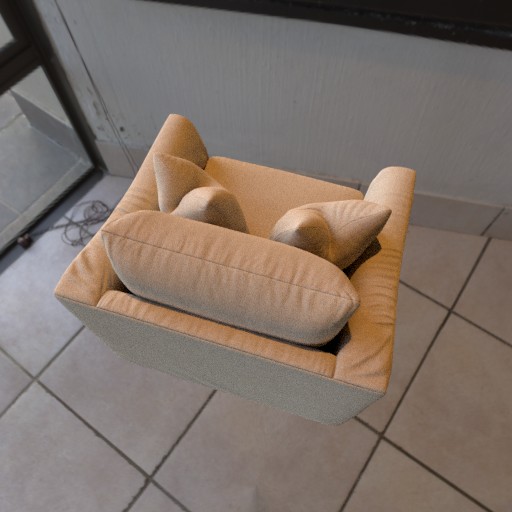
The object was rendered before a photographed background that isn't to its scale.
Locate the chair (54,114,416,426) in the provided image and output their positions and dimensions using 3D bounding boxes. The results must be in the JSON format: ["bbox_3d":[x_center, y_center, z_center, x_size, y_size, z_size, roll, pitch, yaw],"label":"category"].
[{"bbox_3d":[0.000,0.000,1.985,1.194,1.093,1.071,15,64,8],"label":"chair"}]
